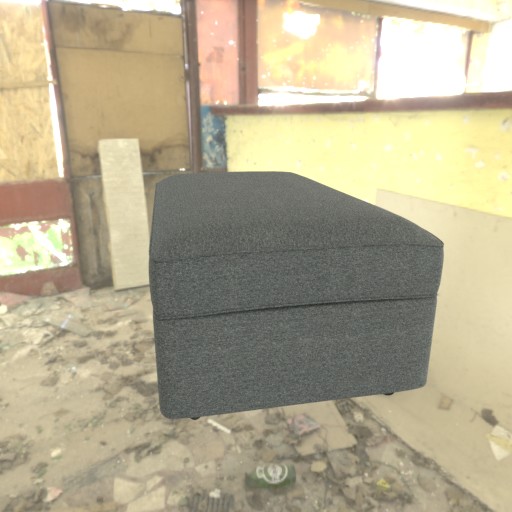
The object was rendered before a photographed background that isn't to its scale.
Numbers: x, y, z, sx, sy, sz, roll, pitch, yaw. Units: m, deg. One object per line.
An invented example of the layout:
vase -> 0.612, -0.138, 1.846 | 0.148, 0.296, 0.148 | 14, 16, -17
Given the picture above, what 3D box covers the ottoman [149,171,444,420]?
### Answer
ottoman -> 0.000, 0.000, 1.546 | 0.681, 0.494, 1.173 | -3, 18, -11
